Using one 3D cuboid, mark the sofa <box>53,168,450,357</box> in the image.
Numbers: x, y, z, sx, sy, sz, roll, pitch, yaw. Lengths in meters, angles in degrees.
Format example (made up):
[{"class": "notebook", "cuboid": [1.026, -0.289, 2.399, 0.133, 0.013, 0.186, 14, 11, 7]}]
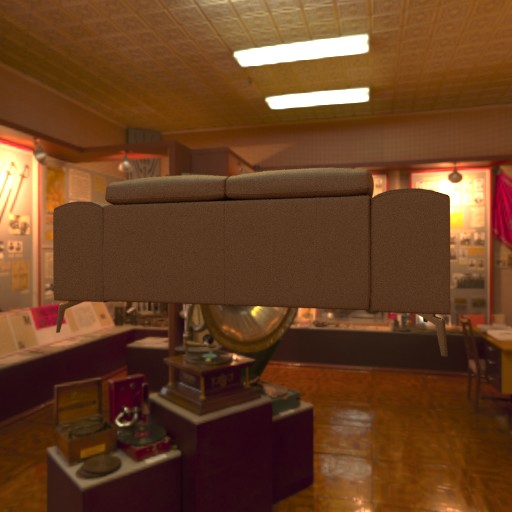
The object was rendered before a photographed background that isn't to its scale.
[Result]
[{"class": "sofa", "cuboid": [0.000, 0.000, 2.450, 1.895, 0.779, 1.003, 0, 0, 17]}]
